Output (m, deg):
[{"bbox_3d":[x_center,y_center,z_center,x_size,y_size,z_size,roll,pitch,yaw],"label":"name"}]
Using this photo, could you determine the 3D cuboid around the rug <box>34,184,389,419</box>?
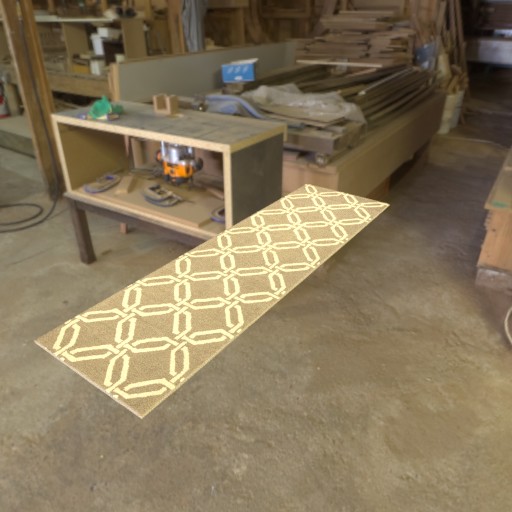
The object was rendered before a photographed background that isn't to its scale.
[{"bbox_3d":[0.000,0.000,2.502,0.678,0.014,2.276,20,36,31],"label":"rug"}]
